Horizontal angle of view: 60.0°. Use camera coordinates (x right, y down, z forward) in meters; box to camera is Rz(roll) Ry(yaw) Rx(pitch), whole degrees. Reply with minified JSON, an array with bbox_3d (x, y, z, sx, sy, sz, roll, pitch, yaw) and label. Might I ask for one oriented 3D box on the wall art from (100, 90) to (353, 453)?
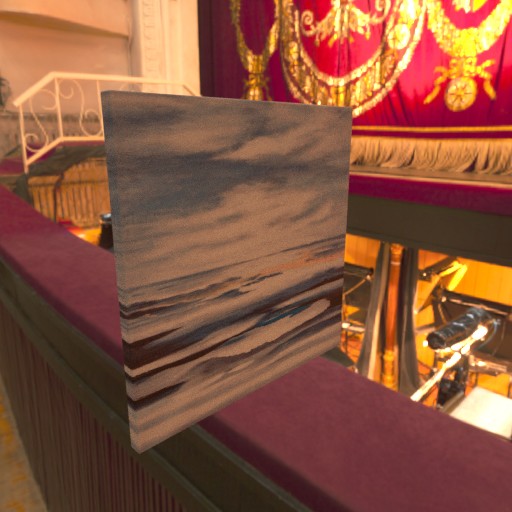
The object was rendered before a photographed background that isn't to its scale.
[{"bbox_3d":[0.000,0.000,1.129,0.747,0.747,0.035,-15,21,-42],"label":"wall art"}]
